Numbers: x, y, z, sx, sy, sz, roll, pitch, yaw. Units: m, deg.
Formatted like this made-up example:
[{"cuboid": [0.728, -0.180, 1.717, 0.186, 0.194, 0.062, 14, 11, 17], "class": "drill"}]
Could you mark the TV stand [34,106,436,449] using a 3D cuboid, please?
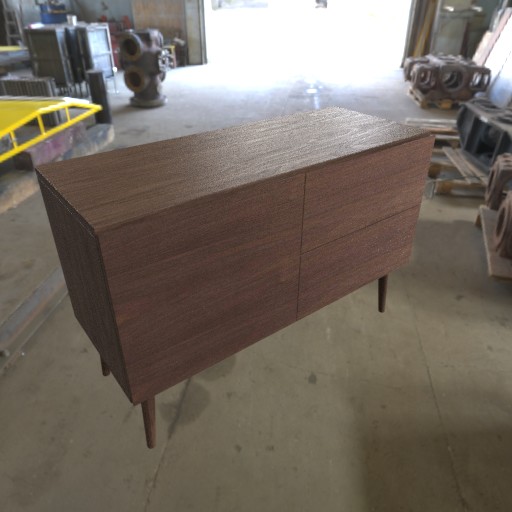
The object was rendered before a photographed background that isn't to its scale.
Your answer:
[{"cuboid": [0.000, 0.000, 1.321, 0.990, 0.660, 0.405, -22, 37, -31], "class": "TV stand"}]
